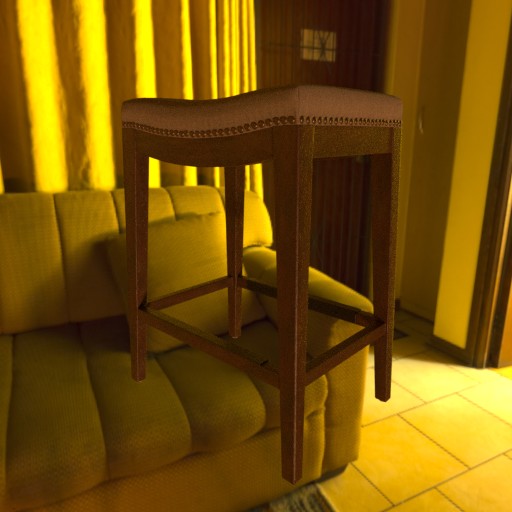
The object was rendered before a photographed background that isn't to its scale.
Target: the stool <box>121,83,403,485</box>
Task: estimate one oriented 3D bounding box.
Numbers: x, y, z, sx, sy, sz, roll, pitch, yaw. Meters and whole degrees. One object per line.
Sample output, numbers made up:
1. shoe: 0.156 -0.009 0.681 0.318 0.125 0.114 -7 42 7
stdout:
1. stool: 0.000 0.000 0.965 0.508 0.660 0.356 14 21 41
